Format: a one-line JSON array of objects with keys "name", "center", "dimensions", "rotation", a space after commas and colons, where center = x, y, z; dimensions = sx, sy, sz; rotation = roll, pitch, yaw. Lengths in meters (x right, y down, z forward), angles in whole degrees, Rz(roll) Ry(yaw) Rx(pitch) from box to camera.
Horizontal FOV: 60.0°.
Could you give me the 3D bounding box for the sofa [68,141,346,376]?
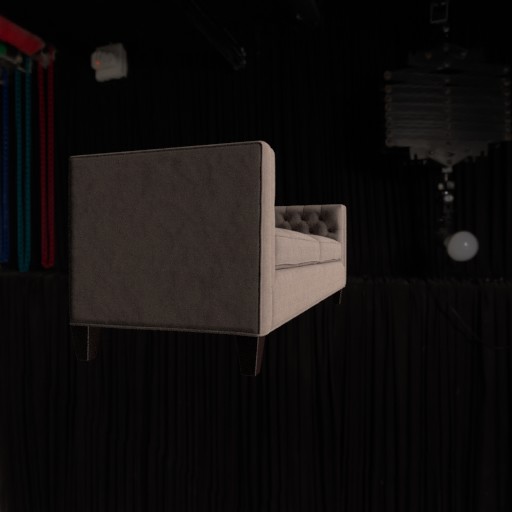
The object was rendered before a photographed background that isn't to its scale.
[{"name": "sofa", "center": [0.000, 0.000, 2.546], "dimensions": [0.775, 0.762, 2.159], "rotation": [0, 1, 18]}]
